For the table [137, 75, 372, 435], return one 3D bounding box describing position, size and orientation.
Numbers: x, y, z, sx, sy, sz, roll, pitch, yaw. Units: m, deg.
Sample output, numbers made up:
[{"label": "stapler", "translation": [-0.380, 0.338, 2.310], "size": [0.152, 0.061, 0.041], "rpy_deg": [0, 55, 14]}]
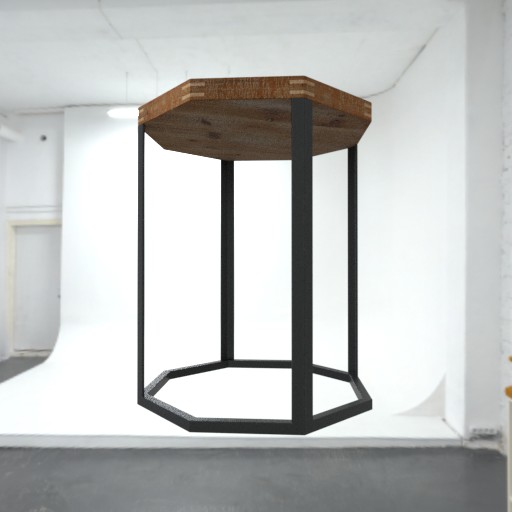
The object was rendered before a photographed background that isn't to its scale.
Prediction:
[{"label": "table", "translation": [0.000, 0.000, 0.885], "size": [0.458, 0.543, 0.458], "rpy_deg": [0, 0, -19]}]
